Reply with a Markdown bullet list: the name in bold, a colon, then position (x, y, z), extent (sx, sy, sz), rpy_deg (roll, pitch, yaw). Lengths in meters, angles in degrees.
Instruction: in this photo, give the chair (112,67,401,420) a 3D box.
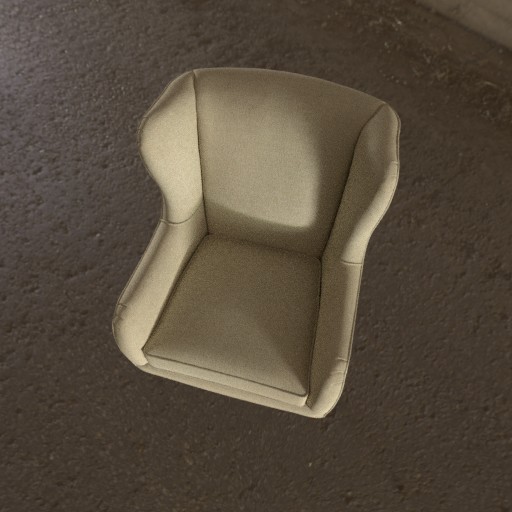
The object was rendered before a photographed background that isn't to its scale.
- **chair**: position (0.000, 0.000, 1.747), extent (0.838, 1.040, 0.966), rpy_deg (13, 59, 8)
